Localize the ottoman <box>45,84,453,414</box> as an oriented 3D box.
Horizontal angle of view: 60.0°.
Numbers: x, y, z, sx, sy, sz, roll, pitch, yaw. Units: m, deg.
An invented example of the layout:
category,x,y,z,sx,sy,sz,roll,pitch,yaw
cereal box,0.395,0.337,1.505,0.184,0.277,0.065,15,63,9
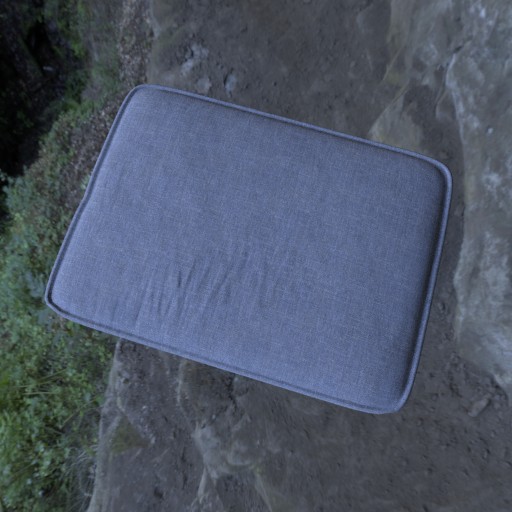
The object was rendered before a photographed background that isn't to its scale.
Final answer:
category,x,y,z,sx,sy,sz,roll,pitch,yaw
ottoman,0.000,0.000,1.096,0.762,0.457,0.559,16,76,4
